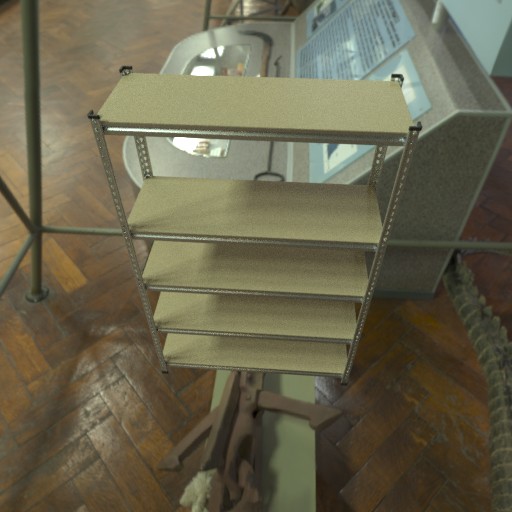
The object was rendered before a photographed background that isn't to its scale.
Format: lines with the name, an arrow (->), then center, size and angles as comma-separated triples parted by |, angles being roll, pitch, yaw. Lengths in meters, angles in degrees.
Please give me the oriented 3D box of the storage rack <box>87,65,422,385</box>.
storage rack -> 0.000, 0.000, 2.406 | 1.219, 1.829, 0.457 | 3, 45, 3
